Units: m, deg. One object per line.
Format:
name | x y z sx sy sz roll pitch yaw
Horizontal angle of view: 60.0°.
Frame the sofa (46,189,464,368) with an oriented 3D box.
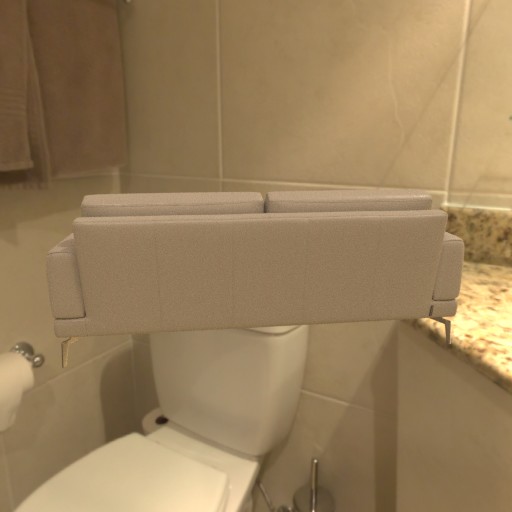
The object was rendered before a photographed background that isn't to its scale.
sofa | 0.000 0.000 2.425 1.940 0.765 0.974 -2 15 -7
